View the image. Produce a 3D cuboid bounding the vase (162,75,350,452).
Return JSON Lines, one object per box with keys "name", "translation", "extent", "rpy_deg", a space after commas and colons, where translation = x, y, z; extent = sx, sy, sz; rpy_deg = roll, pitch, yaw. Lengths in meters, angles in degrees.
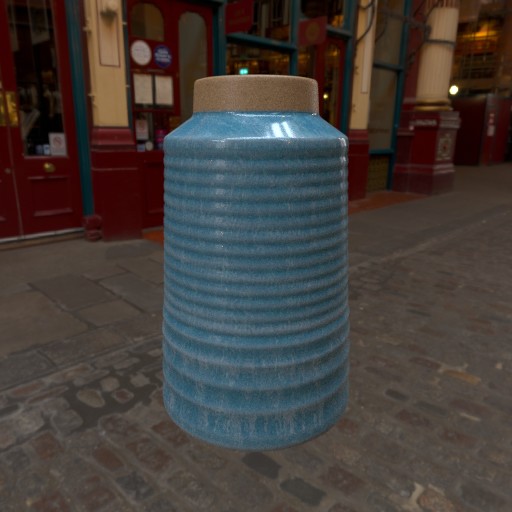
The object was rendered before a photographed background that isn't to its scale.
{"name": "vase", "translation": [0.000, 0.000, 0.363], "extent": [0.163, 0.267, 0.163], "rpy_deg": [0, 16, 0]}
